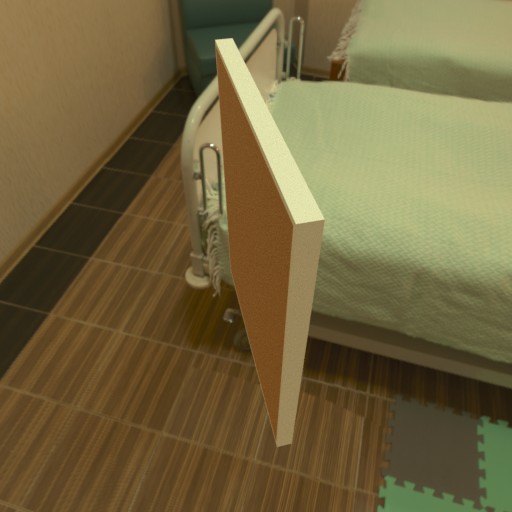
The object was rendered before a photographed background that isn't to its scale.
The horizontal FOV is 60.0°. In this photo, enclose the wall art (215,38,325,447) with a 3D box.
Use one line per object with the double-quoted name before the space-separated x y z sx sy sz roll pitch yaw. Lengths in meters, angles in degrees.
"wall art" 0.000 0.000 0.756 0.030 0.549 0.443 -10 47 -9
